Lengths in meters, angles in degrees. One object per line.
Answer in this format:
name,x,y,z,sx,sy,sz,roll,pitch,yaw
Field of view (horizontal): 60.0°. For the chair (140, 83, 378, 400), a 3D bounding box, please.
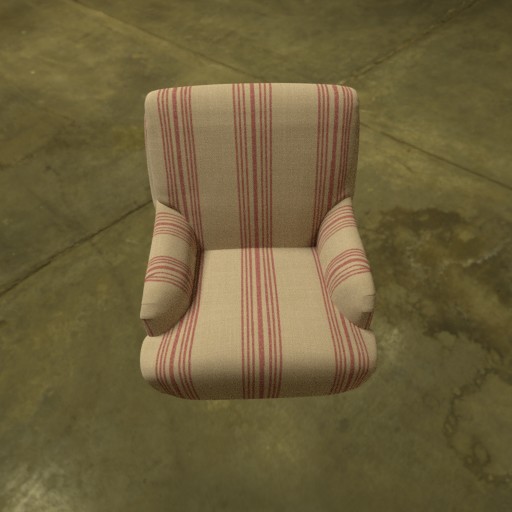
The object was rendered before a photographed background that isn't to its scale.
chair,0.000,0.000,1.906,0.933,1.123,1.058,-2,47,-2
